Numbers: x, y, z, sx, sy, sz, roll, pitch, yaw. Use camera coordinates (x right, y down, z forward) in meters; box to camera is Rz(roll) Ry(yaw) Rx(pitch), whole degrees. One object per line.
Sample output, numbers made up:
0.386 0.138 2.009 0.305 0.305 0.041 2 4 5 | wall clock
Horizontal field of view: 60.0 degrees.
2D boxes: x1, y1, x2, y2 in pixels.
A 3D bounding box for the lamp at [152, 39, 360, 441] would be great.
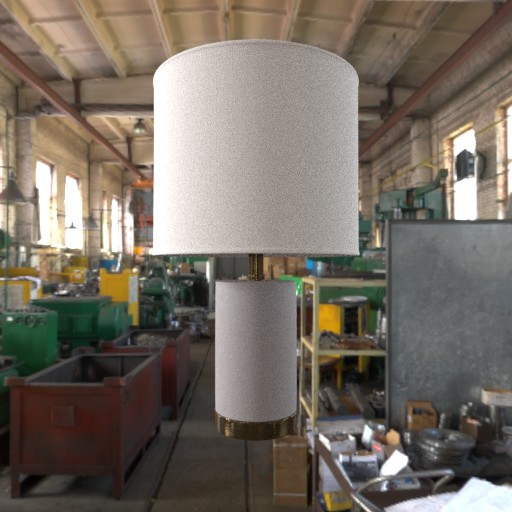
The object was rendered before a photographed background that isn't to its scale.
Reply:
0.000 0.000 0.503 0.229 0.380 0.229 0 -1 0 | lamp
